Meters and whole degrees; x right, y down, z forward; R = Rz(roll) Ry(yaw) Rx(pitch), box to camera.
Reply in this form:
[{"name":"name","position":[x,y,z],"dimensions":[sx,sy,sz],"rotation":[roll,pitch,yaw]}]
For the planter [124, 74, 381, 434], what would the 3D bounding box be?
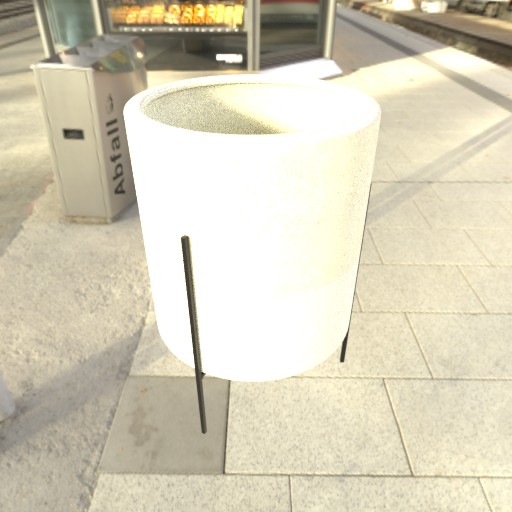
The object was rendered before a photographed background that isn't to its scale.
[{"name":"planter","position":[0.000,0.000,0.702],"dimensions":[0.333,0.483,0.324],"rotation":[-1,33,-2]}]
